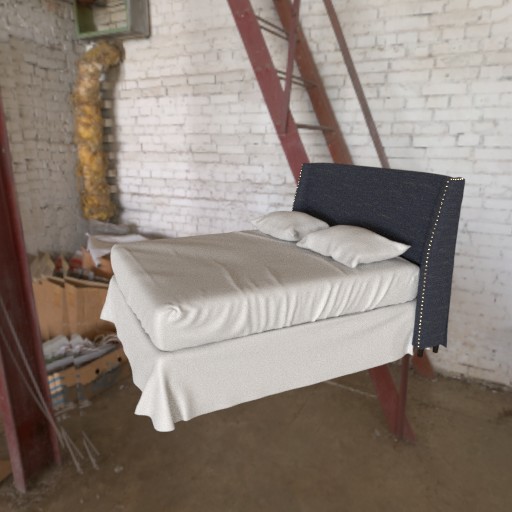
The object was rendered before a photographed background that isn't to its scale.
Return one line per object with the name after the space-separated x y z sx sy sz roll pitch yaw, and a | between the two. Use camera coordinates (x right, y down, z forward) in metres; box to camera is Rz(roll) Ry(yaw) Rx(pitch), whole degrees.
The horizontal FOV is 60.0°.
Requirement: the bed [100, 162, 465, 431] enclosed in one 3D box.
0.000 0.000 3.521 2.276 1.332 1.925 -7 17 -25 | bed
